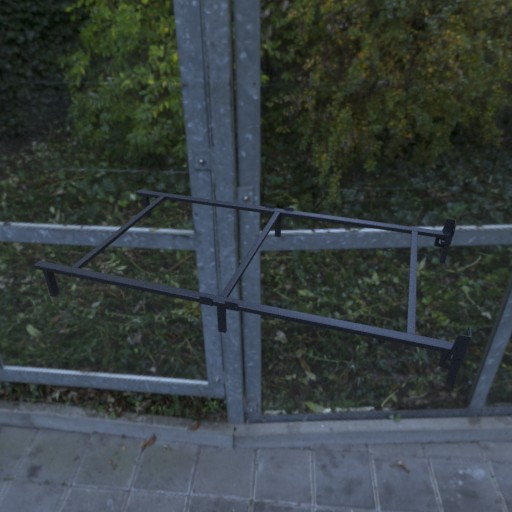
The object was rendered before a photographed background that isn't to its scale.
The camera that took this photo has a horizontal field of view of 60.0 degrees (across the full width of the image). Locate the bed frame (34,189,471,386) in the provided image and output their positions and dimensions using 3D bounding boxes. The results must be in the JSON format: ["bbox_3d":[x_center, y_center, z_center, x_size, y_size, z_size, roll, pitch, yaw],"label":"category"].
[{"bbox_3d":[0.000,0.000,2.257,1.897,0.248,0.968,10,33,15],"label":"bed frame"}]
